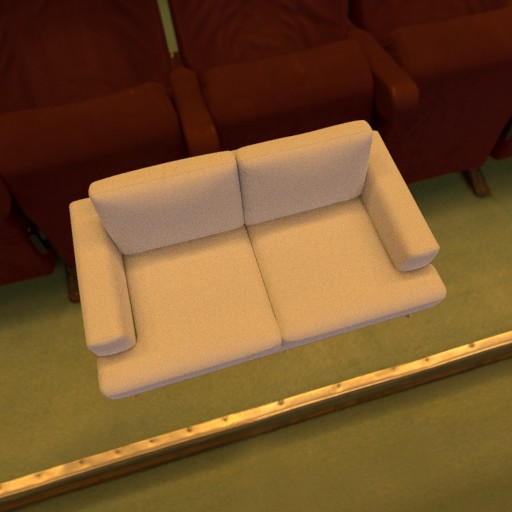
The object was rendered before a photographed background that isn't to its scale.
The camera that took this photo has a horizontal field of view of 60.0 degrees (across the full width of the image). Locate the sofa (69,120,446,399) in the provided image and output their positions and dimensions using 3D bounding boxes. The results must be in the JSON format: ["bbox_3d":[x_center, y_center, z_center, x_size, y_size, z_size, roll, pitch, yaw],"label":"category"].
[{"bbox_3d":[0.000,0.000,2.161,1.651,0.810,0.915,-15,65,-7],"label":"sofa"}]
